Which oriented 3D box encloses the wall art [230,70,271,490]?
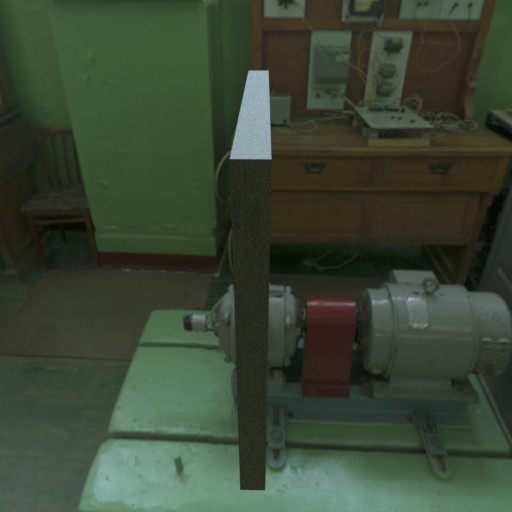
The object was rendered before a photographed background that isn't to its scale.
[{"bbox_3d":[0.000,0.000,0.745,0.037,0.507,0.507,1,31,1],"label":"wall art"}]
